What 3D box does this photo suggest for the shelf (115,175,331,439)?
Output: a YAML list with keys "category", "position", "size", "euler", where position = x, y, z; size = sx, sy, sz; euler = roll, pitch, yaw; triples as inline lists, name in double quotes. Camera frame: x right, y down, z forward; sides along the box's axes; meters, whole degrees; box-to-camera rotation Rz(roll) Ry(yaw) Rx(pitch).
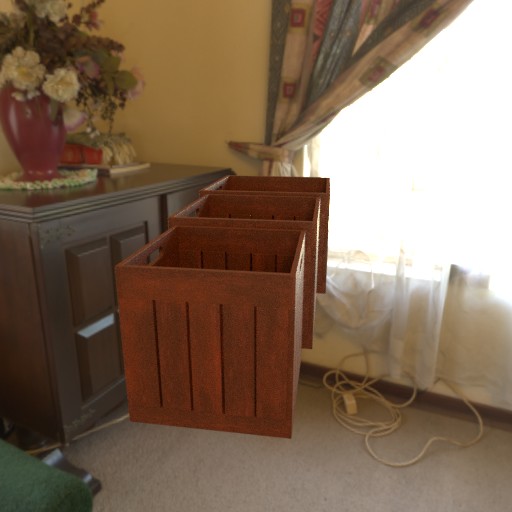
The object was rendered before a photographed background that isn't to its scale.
- category: "shelf"
  position: [0.000, 0.000, 1.227]
  size: [0.393, 0.311, 1.064]
  euler: [3, 17, 9]
